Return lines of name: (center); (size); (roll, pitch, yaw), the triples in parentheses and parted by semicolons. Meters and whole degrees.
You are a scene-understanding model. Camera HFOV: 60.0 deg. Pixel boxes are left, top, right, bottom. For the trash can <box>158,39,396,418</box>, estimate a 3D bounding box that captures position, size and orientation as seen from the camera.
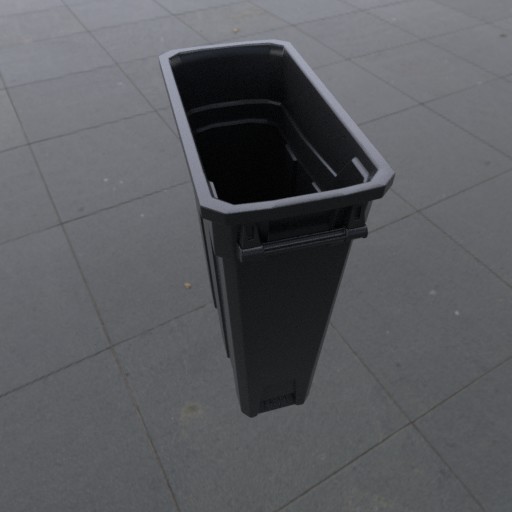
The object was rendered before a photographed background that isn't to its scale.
trash can: (0.000, 0.000, 1.040); (0.281, 0.762, 0.559); (-11, 48, -10)
